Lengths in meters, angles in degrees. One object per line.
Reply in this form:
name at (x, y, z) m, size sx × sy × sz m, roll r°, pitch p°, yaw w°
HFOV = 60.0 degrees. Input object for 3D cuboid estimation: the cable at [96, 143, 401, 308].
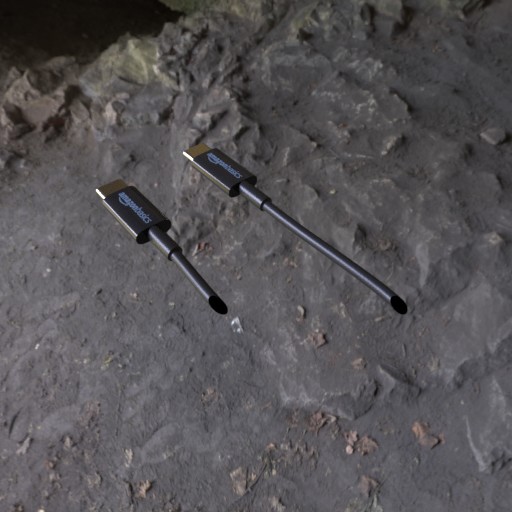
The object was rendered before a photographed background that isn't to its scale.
cable at (0.000, 0.000, 0.110) m, size 0.041 × 0.005 × 0.098 m, roll -31°, pitch 54°, yaw -26°
